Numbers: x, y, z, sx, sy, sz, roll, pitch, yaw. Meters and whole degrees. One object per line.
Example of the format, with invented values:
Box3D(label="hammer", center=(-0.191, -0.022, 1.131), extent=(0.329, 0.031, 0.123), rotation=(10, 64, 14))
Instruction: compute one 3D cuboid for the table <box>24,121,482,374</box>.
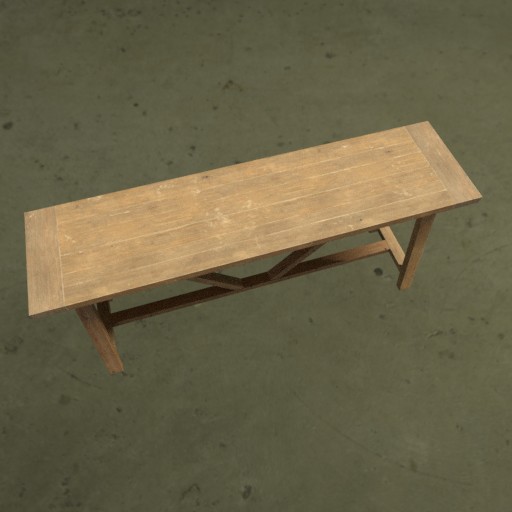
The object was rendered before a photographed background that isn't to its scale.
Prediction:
Box3D(label="table", center=(0.000, 0.000, 2.144), extent=(1.800, 0.810, 0.465), rotation=(-15, 60, -9))
